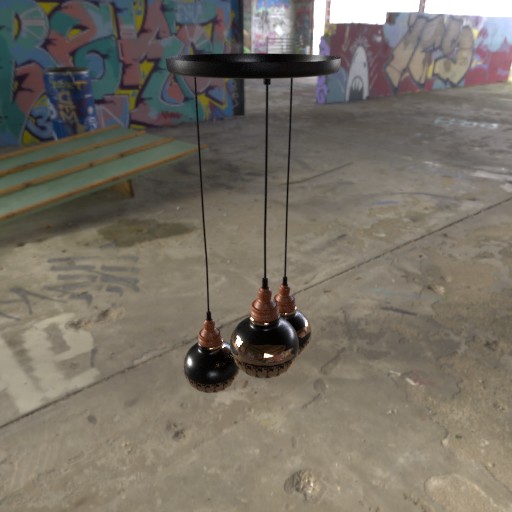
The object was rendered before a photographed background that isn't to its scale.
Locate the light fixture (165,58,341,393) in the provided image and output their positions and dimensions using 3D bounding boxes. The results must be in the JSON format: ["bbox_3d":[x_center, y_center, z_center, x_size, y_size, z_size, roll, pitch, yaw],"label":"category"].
[{"bbox_3d":[0.000,0.000,1.724,0.608,1.410,0.605,-8,28,-16],"label":"light fixture"}]
